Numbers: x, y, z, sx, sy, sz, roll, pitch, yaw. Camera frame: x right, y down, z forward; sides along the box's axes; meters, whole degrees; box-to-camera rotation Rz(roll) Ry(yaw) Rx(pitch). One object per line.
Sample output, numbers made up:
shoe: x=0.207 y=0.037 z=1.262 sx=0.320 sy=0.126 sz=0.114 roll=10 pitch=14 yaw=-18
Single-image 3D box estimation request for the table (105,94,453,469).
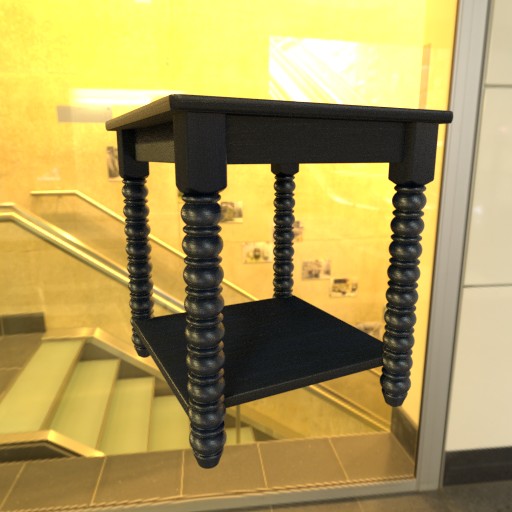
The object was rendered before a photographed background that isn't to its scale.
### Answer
table: x=0.000 y=0.000 z=0.944 sx=0.500 sy=0.567 sz=0.533 roll=-6 pitch=14 yaw=-26
